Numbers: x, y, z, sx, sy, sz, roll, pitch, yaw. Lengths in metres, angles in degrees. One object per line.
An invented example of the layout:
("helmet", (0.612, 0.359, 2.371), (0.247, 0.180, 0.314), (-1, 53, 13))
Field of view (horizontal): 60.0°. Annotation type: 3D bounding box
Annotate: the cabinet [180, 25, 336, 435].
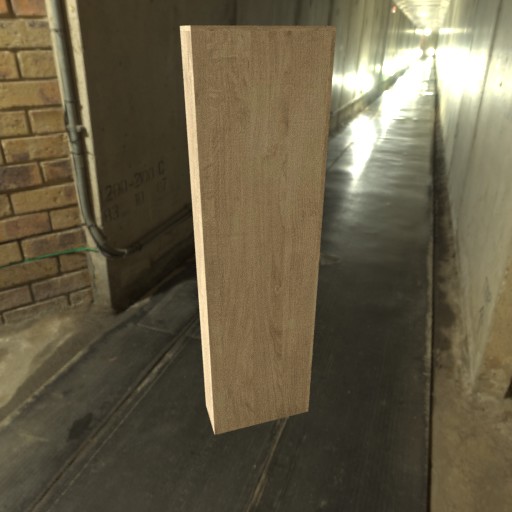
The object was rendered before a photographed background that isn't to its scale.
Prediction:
("cabinet", (0.000, 0.000, 1.944), (0.500, 1.790, 0.230), (-8, 28, -16))
